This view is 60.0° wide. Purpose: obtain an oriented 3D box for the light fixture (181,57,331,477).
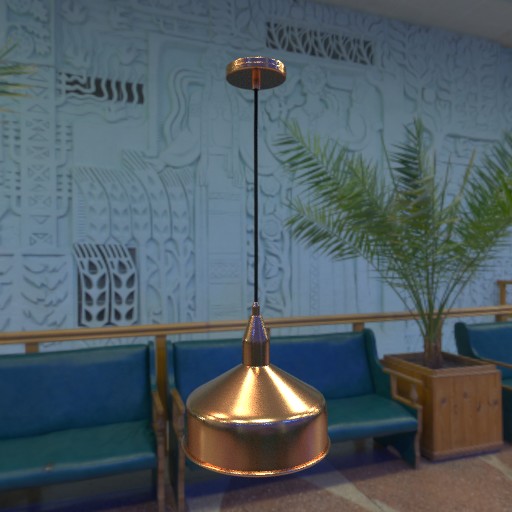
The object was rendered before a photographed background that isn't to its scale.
[{"bbox_3d":[0.000,0.000,0.902,0.301,0.754,0.301,0,1,-17],"label":"light fixture"}]
